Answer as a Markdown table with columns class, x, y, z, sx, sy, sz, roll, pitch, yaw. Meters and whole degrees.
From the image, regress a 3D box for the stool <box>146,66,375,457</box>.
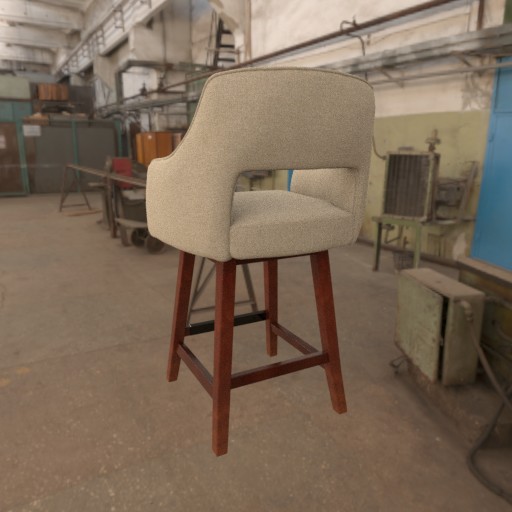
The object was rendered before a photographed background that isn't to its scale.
| class | x | y | z | sx | sy | sz | roll | pitch | yaw |
| --- | --- | --- | --- | --- | --- | --- | --- | --- | --- |
| stool | 0.000 | 0.000 | 1.275 | 0.550 | 0.936 | 0.560 | -7 | 16 | -27 |
